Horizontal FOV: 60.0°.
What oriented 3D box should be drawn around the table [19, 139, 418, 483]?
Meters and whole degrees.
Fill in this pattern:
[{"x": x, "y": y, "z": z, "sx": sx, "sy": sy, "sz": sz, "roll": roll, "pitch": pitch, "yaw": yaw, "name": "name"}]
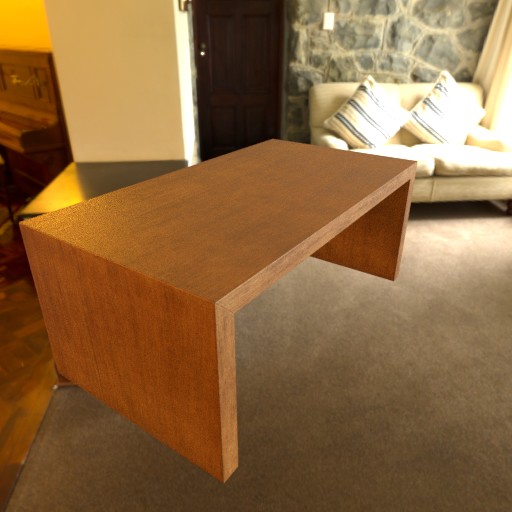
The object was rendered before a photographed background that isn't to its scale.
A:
[{"x": 0.000, "y": 0.000, "z": 1.273, "sx": 0.549, "sy": 0.419, "sz": 1.000, "roll": 18, "pitch": 32, "yaw": 31, "name": "table"}]
